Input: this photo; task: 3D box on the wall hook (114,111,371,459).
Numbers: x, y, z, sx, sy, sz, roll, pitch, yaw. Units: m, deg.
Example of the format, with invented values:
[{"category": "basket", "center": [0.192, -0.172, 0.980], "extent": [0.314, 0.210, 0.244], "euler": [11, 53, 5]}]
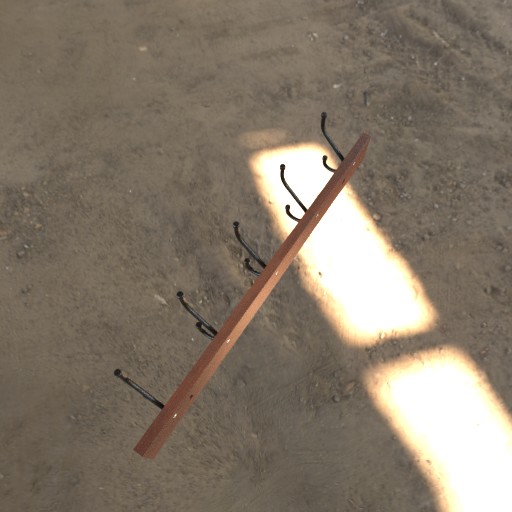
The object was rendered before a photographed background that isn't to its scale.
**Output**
[{"category": "wall hook", "center": [0.000, 0.000, 0.622], "extent": [0.071, 0.117, 0.571], "euler": [31, 67, 15]}]
